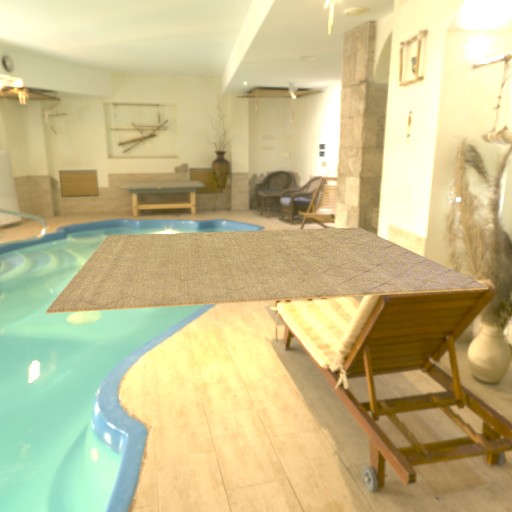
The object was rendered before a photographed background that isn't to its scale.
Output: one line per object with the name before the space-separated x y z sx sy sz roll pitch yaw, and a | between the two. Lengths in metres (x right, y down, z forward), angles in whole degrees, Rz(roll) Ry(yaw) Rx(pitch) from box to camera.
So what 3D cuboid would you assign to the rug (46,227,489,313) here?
rug | 0.000 0.000 4.144 3.038 0.019 2.420 -2 14 -9
